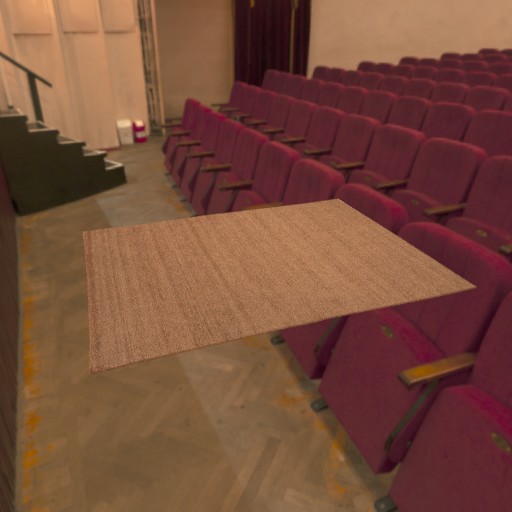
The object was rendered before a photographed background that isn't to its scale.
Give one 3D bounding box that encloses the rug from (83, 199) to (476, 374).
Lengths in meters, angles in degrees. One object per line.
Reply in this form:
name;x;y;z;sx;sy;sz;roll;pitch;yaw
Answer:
rug;0.000;0.000;5.149;3.778;0.053;2.873;-9;28;-18
